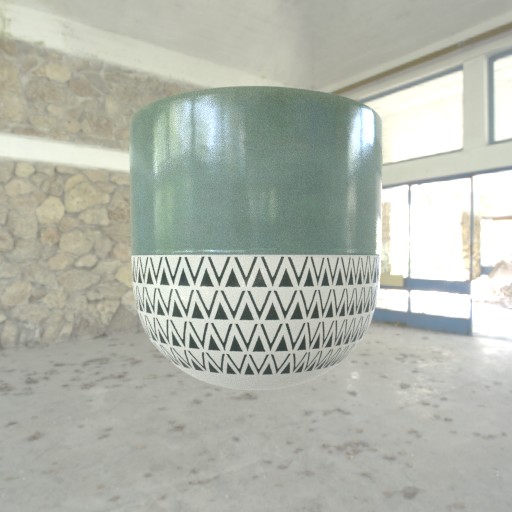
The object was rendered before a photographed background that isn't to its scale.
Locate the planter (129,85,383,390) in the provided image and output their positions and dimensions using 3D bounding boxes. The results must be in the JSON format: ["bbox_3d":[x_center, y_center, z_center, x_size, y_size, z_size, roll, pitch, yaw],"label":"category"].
[{"bbox_3d":[0.000,0.000,0.483,0.266,0.270,0.266,0,0,0],"label":"planter"}]
